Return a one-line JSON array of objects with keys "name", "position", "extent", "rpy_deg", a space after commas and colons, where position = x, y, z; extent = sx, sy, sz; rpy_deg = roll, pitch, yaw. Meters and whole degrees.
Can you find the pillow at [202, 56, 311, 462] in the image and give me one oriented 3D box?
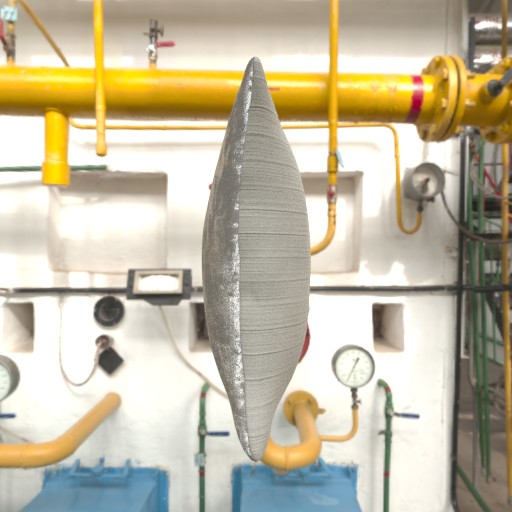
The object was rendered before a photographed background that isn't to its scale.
[{"name": "pillow", "position": [0.000, 0.000, 0.731], "extent": [0.175, 0.464, 0.470], "rpy_deg": [0, 0, 0]}]
